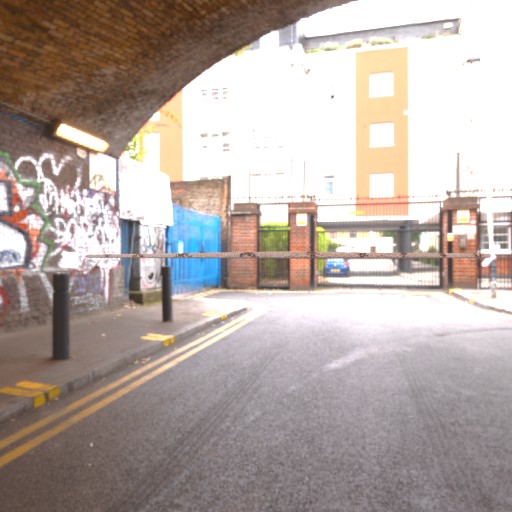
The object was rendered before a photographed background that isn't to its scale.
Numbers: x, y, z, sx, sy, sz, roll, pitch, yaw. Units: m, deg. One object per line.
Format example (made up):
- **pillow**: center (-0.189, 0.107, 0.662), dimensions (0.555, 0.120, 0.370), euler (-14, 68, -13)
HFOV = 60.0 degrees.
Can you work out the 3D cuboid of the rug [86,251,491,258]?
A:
- **rug**: center (0.000, 0.000, 3.431), dimensions (1.778, 0.030, 2.743), euler (0, 0, -37)
